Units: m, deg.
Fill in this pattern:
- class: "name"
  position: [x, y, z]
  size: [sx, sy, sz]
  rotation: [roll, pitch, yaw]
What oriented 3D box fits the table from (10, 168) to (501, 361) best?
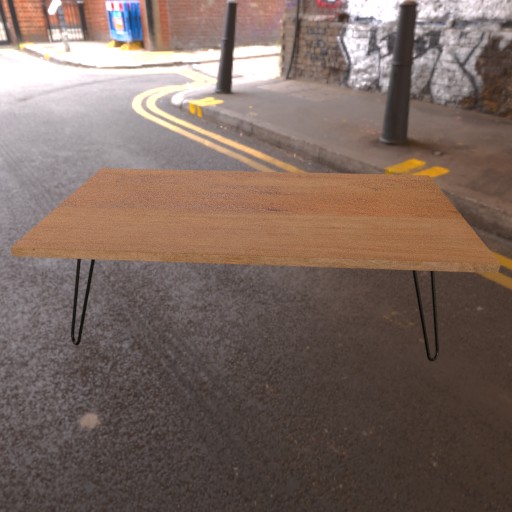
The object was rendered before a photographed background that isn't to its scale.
- class: "table"
  position: [0.000, 0.000, 1.614]
  size: [1.348, 0.400, 0.699]
  rotation: [2, 30, 3]
